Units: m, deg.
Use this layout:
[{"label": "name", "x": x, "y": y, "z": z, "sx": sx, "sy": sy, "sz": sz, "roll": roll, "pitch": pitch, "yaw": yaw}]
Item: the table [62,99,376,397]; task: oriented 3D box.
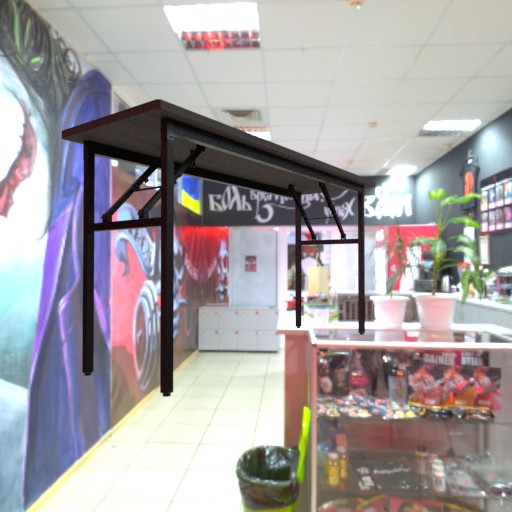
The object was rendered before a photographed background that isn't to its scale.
[{"label": "table", "x": 0.000, "y": 0.000, "z": 1.775, "sx": 0.449, "sy": 0.750, "sz": 1.399, "roll": -1, "pitch": -1, "yaw": 37}]
